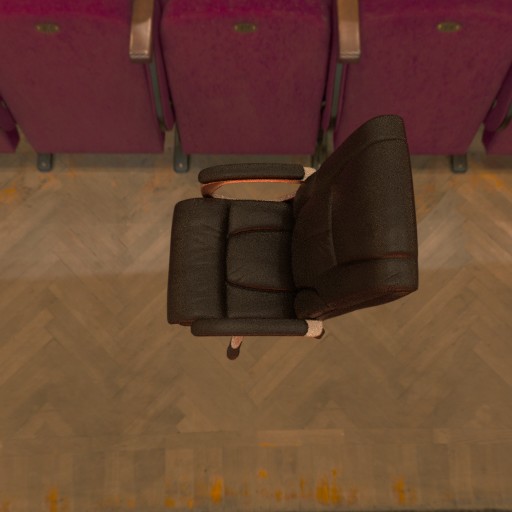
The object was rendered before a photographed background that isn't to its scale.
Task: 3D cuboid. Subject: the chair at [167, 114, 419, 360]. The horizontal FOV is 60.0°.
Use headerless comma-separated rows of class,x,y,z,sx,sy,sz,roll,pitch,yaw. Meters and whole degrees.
chair,0.000,0.000,1.614,0.780,1.145,0.700,1,74,0
